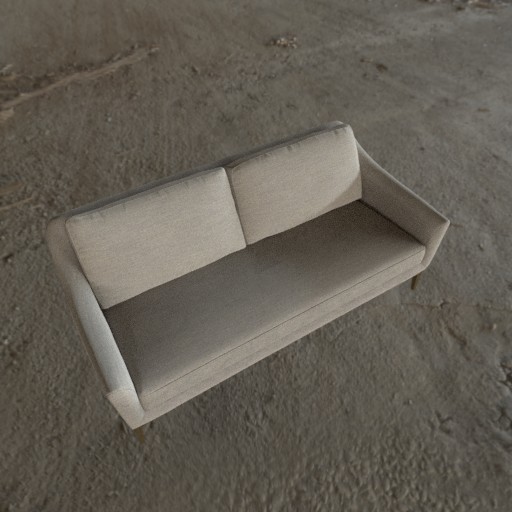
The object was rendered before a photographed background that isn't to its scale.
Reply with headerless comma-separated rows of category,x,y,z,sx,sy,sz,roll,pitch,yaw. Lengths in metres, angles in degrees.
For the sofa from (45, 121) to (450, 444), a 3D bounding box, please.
sofa,0.000,0.000,2.548,2.036,0.913,0.980,-24,51,-22
